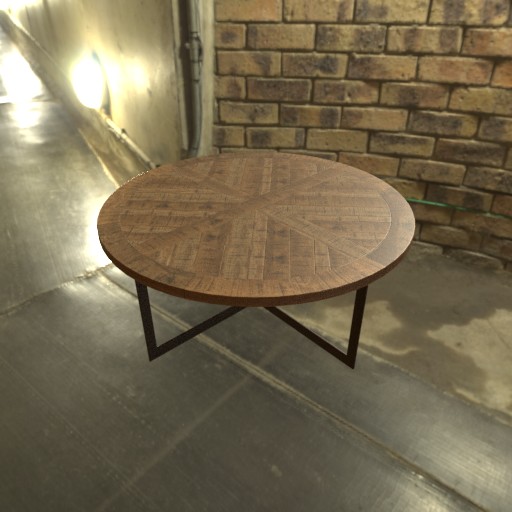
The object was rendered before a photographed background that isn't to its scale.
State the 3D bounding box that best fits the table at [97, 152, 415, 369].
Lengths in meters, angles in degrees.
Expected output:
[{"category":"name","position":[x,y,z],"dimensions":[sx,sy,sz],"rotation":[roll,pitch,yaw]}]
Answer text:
[{"category":"table","position":[0.000,0.000,1.972],"dimensions":[1.264,0.516,1.264],"rotation":[0,33,0]}]
